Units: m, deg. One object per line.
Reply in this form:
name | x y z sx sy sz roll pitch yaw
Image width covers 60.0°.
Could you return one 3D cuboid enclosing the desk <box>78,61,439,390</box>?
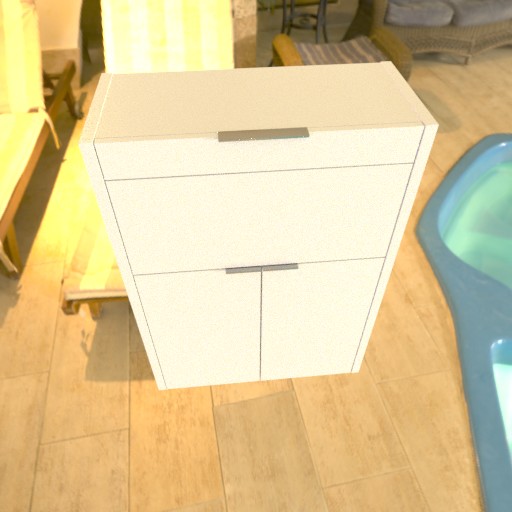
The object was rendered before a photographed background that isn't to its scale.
desk | 0.000 0.000 1.590 0.850 1.190 0.390 -4 46 -4
